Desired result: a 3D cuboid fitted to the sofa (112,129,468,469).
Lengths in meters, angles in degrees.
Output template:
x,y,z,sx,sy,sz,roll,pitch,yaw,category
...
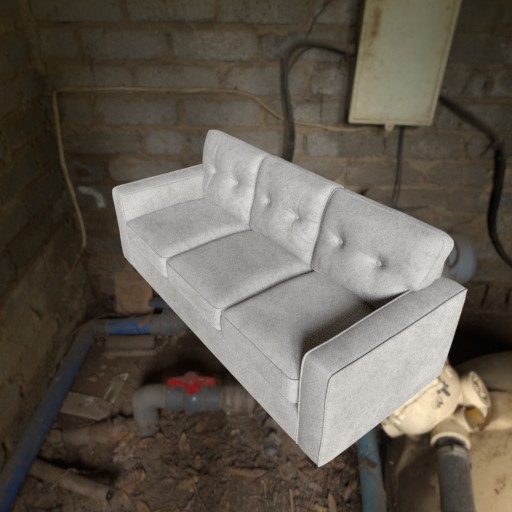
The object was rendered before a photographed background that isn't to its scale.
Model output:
x,y,z,sx,sy,sz,roll,pitch,yaw,category
0.000,0.000,2.645,0.939,0.965,2.133,-22,39,-30,sofa
